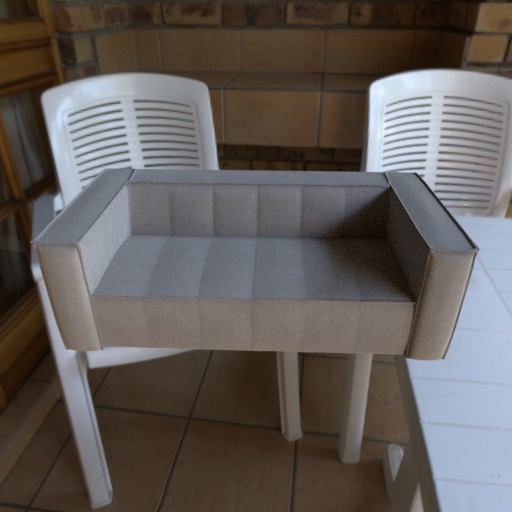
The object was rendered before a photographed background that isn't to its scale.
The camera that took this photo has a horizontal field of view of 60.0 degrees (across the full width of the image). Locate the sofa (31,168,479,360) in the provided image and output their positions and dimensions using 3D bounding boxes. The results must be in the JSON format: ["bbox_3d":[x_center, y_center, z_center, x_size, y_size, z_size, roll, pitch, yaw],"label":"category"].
[{"bbox_3d":[0.000,0.000,2.508,1.995,0.680,1.038,1,30,2],"label":"sofa"}]
